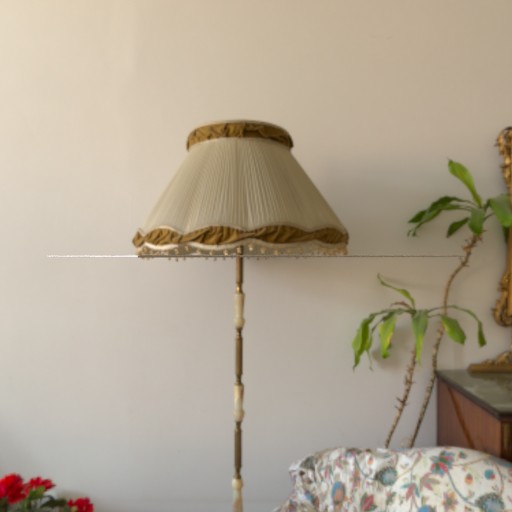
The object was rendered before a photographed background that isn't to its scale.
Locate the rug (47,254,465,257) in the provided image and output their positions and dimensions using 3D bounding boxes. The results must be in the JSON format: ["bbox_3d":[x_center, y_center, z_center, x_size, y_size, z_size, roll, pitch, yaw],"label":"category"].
[{"bbox_3d":[0.000,0.000,4.388,3.359,0.020,2.448,0,0,-36],"label":"rug"}]
